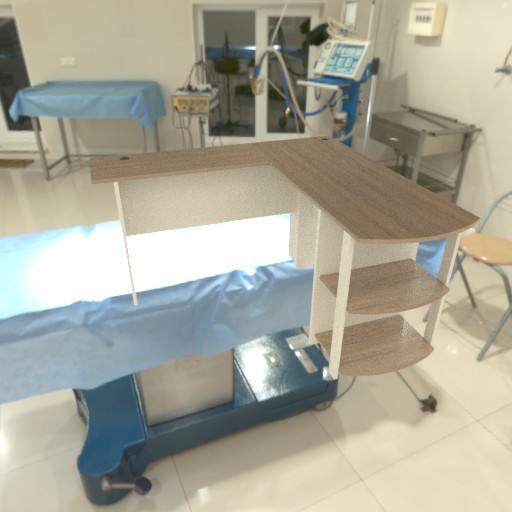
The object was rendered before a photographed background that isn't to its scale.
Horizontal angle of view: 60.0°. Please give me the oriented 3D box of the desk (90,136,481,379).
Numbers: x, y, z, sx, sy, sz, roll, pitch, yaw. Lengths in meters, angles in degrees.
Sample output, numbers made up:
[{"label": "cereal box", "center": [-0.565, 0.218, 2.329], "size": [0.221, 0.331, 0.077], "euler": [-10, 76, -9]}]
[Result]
[{"label": "desk", "center": [0.000, 0.000, 2.110], "size": [1.361, 0.716, 1.303], "euler": [-10, 31, -16]}]
